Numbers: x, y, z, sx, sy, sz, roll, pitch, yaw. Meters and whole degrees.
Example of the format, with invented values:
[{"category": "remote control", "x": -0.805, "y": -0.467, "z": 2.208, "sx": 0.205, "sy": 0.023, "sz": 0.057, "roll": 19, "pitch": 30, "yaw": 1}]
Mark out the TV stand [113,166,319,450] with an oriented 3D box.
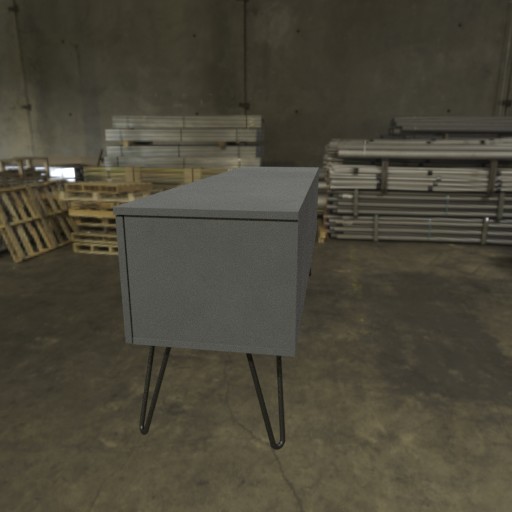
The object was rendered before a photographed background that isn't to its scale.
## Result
[{"category": "TV stand", "x": 0.000, "y": 0.000, "z": 1.632, "sx": 0.400, "sy": 0.560, "sz": 1.400, "roll": 2, "pitch": 15, "yaw": 9}]
